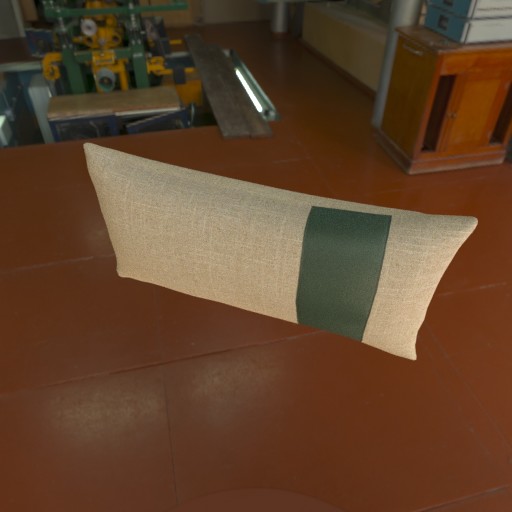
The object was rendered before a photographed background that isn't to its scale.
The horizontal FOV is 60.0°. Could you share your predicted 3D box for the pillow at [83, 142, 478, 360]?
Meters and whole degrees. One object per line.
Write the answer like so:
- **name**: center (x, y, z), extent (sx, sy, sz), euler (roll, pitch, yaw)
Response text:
- **pillow**: center (0.000, 0.000, 1.053), extent (0.859, 0.429, 0.197), euler (14, 43, 15)
